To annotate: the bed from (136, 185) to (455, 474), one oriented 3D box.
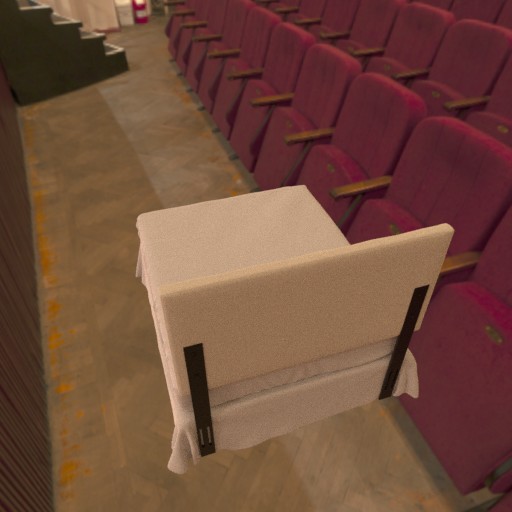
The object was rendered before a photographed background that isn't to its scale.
[{"bbox_3d":[0.000,0.000,3.468,1.936,1.577,2.222,-12,41,-14],"label":"bed"}]
